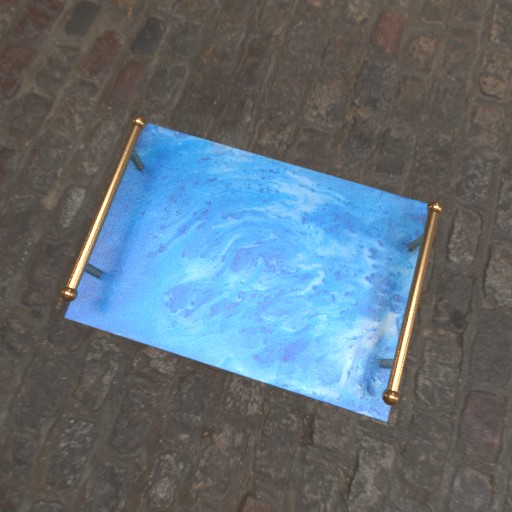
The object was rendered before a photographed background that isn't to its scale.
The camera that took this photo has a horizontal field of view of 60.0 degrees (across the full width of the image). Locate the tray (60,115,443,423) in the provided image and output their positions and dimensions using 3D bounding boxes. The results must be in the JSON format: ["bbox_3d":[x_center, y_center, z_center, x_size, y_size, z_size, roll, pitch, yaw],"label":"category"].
[{"bbox_3d":[0.000,0.000,0.583,0.444,0.084,0.304,17,77,4],"label":"tray"}]
